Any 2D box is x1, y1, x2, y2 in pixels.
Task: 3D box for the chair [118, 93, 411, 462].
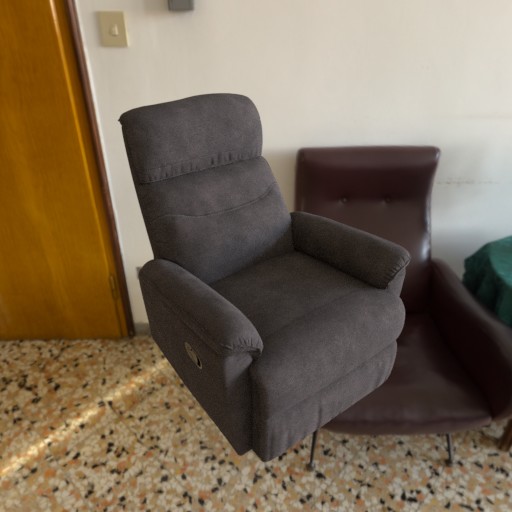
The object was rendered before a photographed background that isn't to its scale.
[{"bbox_3d":[0.000,0.000,1.697,0.830,1.035,1.009,-21,37,-31],"label":"chair"}]
